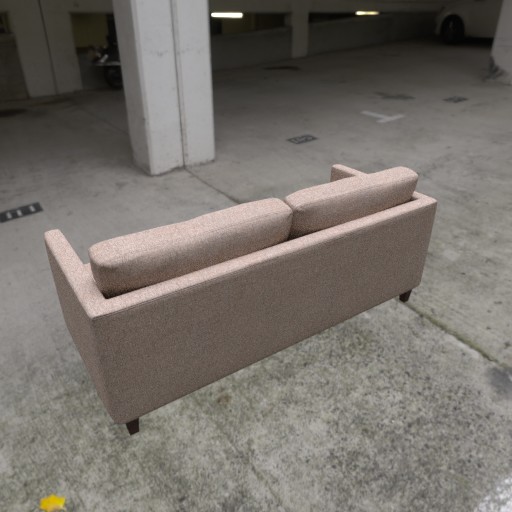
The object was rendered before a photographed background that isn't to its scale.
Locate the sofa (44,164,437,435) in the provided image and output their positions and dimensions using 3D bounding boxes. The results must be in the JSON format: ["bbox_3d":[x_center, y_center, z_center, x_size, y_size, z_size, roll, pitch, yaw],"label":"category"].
[{"bbox_3d":[0.000,0.000,2.740,2.208,0.965,0.951,-18,34,-29],"label":"sofa"}]
